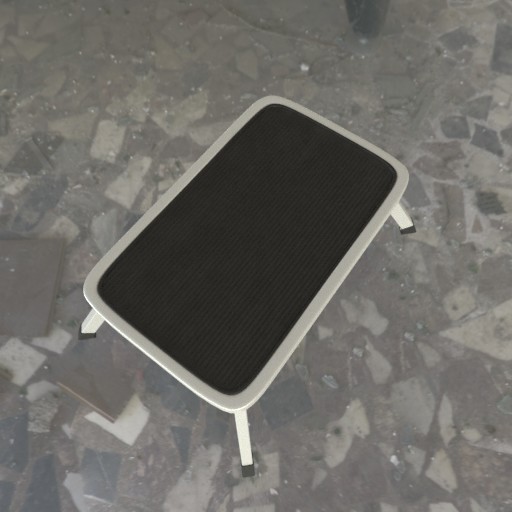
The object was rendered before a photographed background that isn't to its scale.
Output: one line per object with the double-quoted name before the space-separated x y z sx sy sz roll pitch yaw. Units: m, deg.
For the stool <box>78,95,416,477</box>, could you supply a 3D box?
"stool" 0.000 0.000 0.607 0.320 0.170 0.460 34 69 15
